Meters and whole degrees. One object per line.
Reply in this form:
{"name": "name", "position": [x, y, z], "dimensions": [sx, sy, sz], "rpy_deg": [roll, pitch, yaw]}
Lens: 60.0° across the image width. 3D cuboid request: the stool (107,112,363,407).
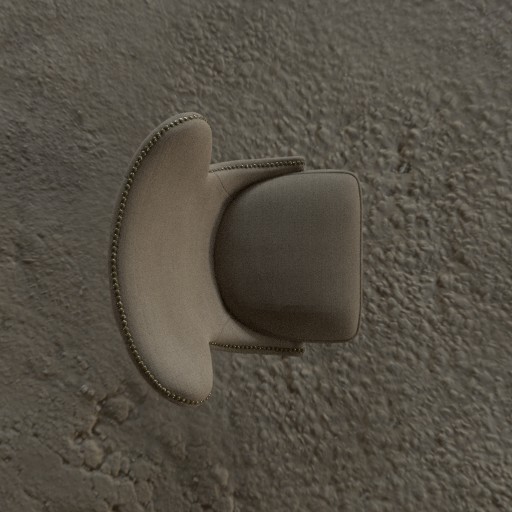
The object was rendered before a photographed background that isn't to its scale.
{"name": "stool", "position": [0.000, 0.000, 1.350], "dimensions": [0.597, 0.972, 0.615], "rpy_deg": [0, 91, 0]}
